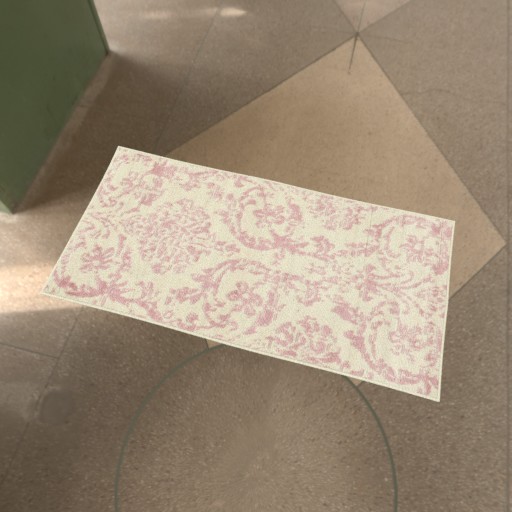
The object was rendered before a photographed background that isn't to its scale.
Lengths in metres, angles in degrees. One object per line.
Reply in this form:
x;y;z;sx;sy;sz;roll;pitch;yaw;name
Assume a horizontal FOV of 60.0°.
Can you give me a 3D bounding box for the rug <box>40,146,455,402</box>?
0.000;0.000;1.427;1.219;0.007;0.604;14;64;7;rug
